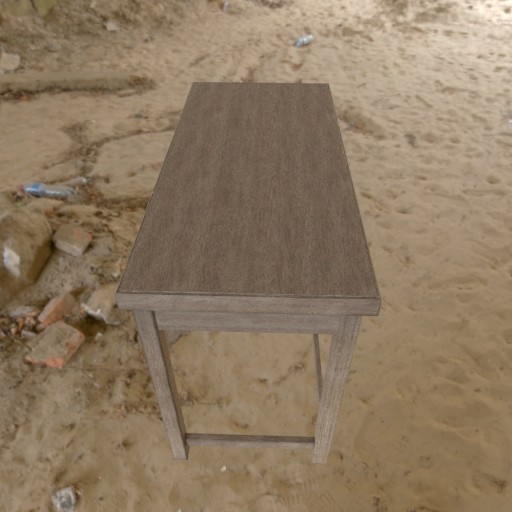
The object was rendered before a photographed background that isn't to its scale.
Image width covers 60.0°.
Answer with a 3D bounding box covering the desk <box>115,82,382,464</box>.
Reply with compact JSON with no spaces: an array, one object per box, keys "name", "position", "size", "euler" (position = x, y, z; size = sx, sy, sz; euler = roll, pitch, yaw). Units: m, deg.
[{"name":"desk","position":[0.000,0.000,1.784],"size":[0.610,0.912,1.289],"euler":[1,42,1]}]
